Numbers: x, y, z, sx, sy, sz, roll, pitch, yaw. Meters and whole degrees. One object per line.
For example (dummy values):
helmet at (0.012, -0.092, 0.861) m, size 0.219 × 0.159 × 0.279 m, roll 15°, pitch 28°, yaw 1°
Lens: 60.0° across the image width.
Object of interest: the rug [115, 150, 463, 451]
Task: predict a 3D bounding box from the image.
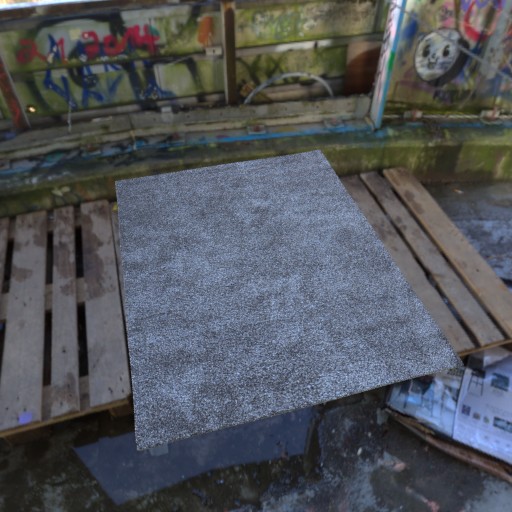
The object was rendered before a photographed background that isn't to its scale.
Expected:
rug at (0.000, 0.000, 4.091) m, size 2.401 × 0.025 × 3.000 m, roll -11°, pitch 47°, yaw -10°
